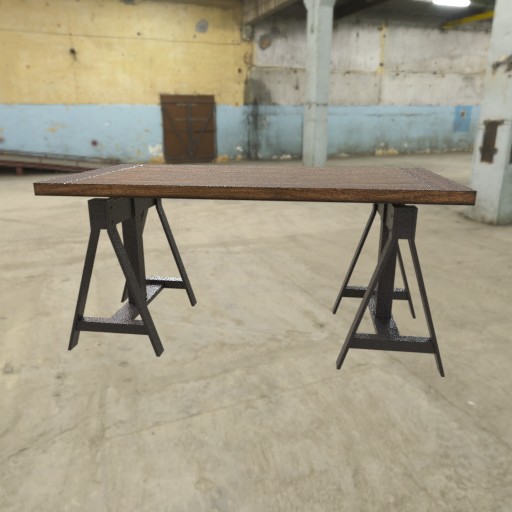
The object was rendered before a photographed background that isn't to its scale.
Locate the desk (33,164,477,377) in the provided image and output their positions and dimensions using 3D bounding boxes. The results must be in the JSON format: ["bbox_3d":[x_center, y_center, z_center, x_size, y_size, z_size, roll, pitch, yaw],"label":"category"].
[{"bbox_3d":[0.000,0.000,1.982,1.543,0.725,0.784,2,17,7],"label":"desk"}]
